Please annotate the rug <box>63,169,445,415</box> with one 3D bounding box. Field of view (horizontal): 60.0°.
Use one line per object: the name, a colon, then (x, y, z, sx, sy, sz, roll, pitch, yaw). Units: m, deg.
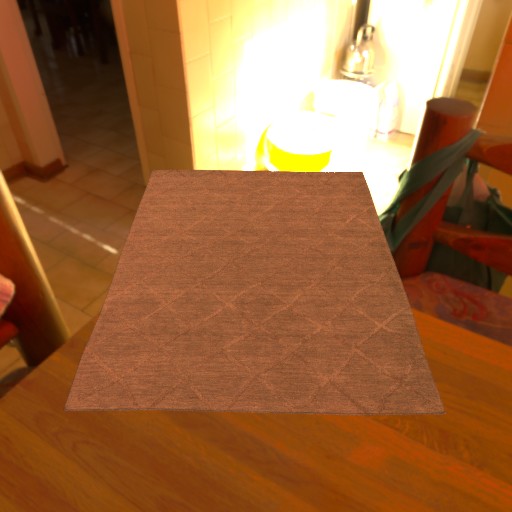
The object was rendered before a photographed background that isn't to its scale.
rug: (0.000, 0.000, 3.945, 2.438, 0.013, 3.048, 0, 41, 0)
